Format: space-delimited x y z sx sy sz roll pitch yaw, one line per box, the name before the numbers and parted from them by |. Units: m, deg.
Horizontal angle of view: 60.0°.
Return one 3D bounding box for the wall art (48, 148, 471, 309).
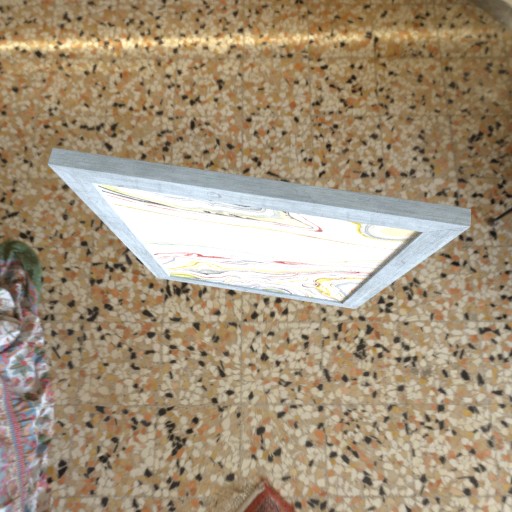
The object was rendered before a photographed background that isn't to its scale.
wall art | 0.000 0.000 0.779 0.479 0.582 0.022 9 75 2
